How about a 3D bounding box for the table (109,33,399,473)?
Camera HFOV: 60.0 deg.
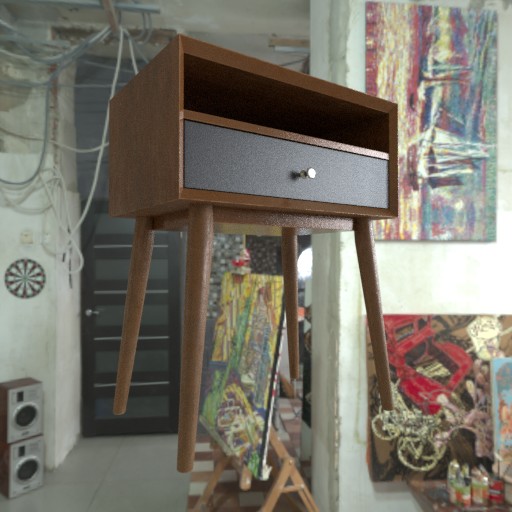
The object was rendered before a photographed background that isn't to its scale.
[{"bbox_3d":[0.000,0.000,0.830,0.454,0.580,0.307,0,-1,-35],"label":"table"}]
